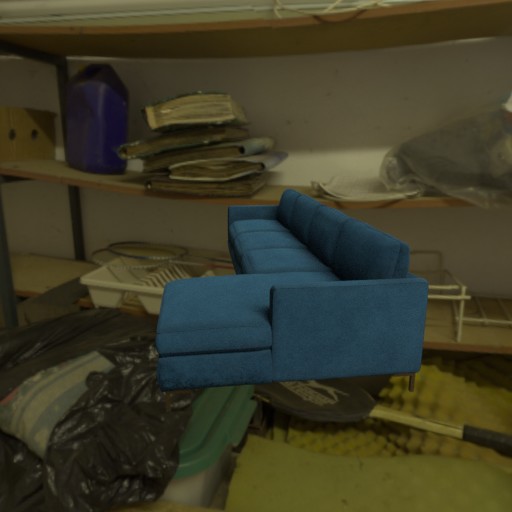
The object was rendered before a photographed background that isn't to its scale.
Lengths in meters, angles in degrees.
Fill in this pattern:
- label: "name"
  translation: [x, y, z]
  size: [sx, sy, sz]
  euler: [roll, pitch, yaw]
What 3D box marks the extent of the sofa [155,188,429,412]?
- label: "sofa"
  translation: [0.000, 0.000, 3.514]
  size: [1.350, 0.810, 2.932]
  euler: [-2, 14, -7]
